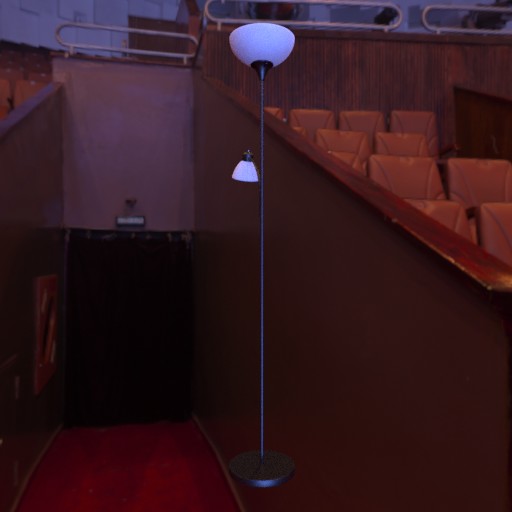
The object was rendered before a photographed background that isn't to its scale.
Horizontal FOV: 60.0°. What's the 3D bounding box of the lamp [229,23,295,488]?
[{"bbox_3d":[0.000,0.000,1.935,0.279,1.804,0.442,0,0,-17],"label":"lamp"}]
